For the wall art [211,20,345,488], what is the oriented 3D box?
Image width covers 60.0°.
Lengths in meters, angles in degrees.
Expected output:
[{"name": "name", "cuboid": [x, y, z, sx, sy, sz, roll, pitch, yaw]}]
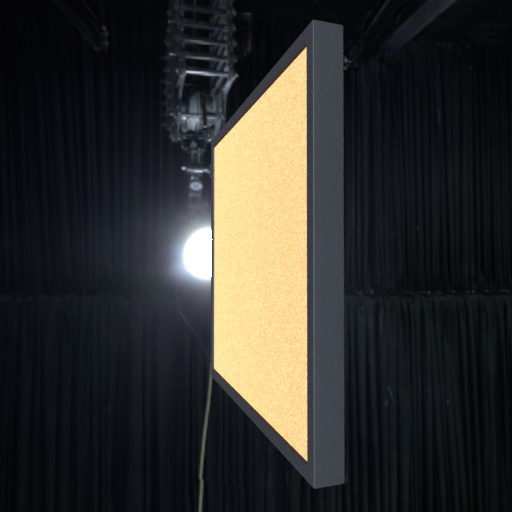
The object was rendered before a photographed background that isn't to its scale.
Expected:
[{"name": "wall art", "cuboid": [0.000, 0.000, 0.725, 0.037, 0.508, 0.508, 0, -1, -18]}]
